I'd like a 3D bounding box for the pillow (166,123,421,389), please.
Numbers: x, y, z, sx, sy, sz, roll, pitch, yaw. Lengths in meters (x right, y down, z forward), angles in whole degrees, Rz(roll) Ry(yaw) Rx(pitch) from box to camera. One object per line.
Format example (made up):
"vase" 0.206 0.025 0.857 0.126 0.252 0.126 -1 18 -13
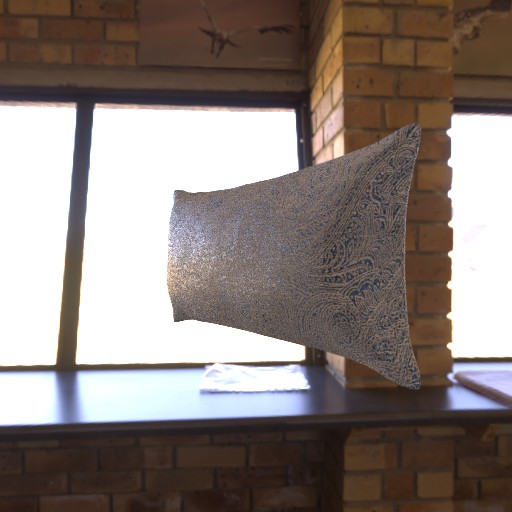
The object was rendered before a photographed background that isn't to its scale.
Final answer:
"pillow" 0.000 0.000 0.734 0.151 0.295 0.615 0 0 -36
